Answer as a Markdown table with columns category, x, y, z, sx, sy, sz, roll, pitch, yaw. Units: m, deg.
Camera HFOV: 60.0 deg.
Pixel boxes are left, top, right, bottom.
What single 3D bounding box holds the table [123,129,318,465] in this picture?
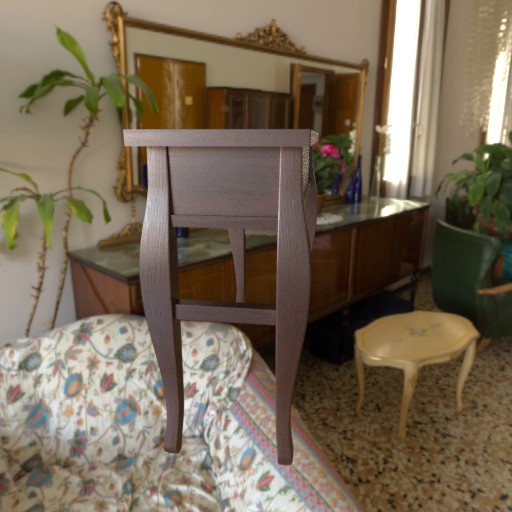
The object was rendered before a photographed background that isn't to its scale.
| category | x | y | z | sx | sy | sz | roll | pitch | yaw |
| --- | --- | --- | --- | --- | --- | --- | --- | --- | --- |
| table | 0.000 | 0.000 | 1.426 | 0.373 | 0.768 | 1.062 | 2 | 15 | 8 |
